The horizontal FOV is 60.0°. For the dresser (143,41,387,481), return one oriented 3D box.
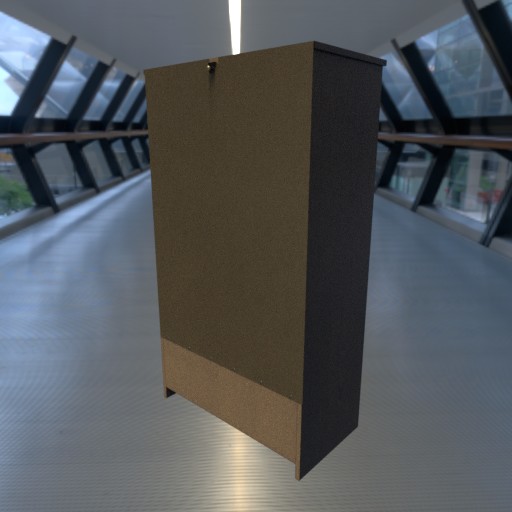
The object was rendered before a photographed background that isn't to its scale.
[{"bbox_3d":[0.000,0.000,1.568,0.704,1.254,0.418,13,20,40],"label":"dresser"}]
